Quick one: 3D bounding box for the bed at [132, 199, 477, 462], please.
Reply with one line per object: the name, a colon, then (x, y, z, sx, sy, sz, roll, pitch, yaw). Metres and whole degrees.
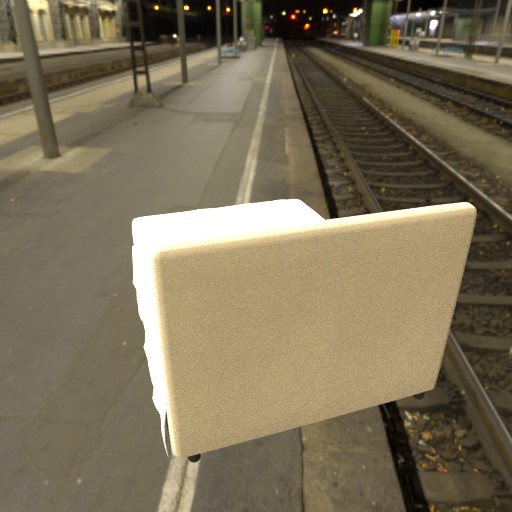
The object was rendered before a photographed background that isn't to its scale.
bed: (0.000, 0.000, 3.199, 1.723, 1.330, 2.142, -9, 28, -16)
